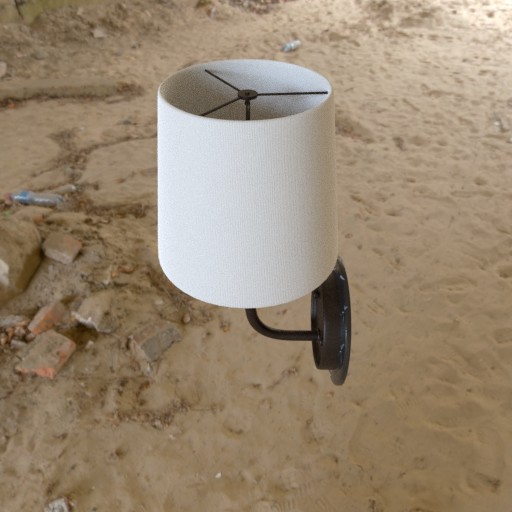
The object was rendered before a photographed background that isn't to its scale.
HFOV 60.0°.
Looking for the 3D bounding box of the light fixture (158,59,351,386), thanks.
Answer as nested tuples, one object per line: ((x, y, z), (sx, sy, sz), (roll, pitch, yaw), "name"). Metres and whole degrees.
((0.000, 0.000, 0.441), (0.188, 0.337, 0.168), (0, 41, 0), "light fixture")
